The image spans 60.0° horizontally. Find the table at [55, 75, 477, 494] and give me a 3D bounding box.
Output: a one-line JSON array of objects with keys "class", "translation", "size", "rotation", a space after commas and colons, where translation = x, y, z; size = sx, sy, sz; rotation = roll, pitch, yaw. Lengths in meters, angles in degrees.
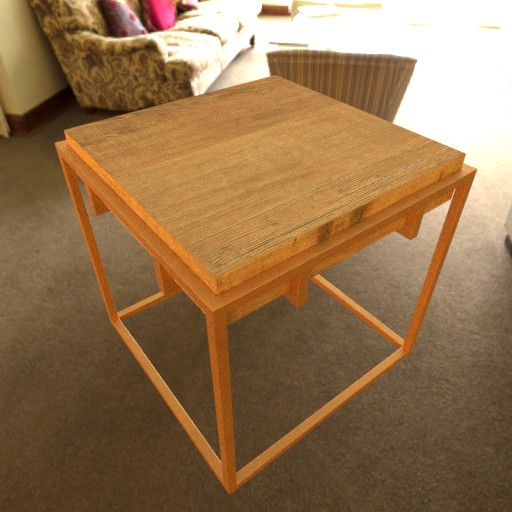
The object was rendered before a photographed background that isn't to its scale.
[{"class": "table", "translation": [0.000, 0.000, 1.050], "size": [0.599, 0.584, 0.599], "rotation": [-26, 47, -28]}]
